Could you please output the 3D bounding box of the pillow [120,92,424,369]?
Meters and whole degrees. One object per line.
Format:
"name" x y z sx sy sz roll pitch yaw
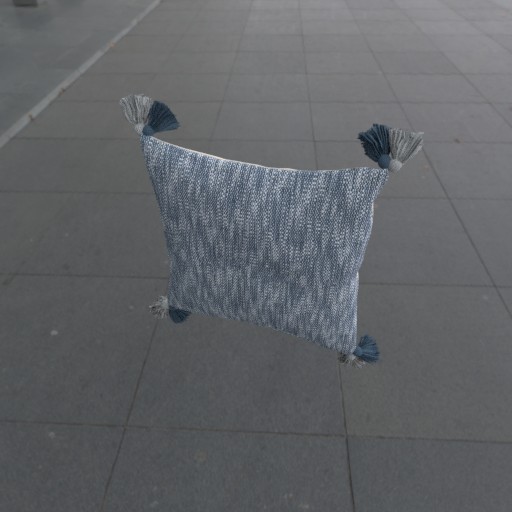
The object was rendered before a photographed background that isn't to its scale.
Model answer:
"pillow" 0.000 0.000 0.951 0.614 0.634 0.138 12 41 14
